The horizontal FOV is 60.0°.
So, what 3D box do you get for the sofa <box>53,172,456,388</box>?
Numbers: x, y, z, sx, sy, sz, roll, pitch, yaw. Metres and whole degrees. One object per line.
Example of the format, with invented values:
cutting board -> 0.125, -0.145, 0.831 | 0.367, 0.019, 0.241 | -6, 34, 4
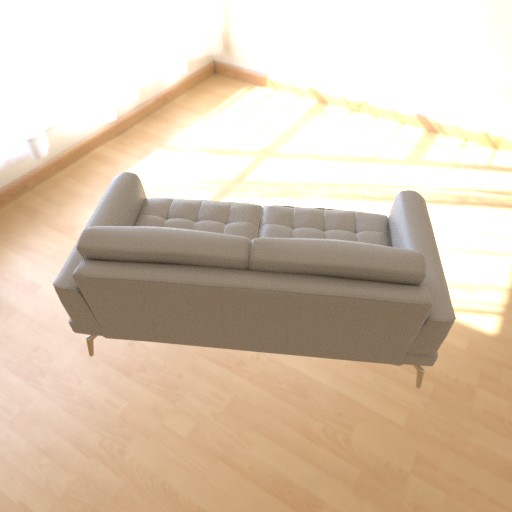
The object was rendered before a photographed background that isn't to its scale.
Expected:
sofa -> 0.000, 0.000, 2.776 | 2.177, 0.930, 1.121 | 4, 46, 4
